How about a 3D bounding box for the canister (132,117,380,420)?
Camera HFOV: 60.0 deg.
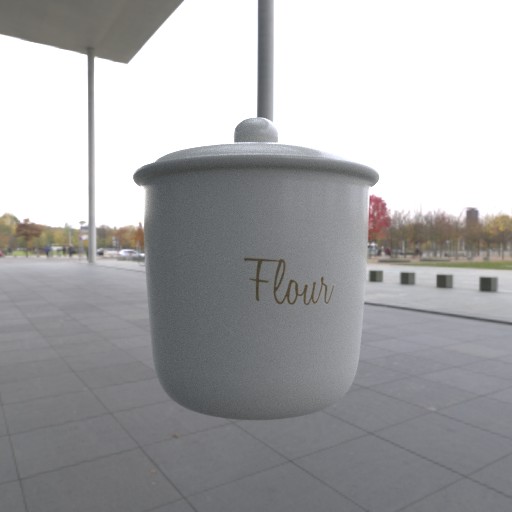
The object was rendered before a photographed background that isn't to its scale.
[{"bbox_3d":[0.000,0.000,0.338,0.182,0.208,0.182,0,1,0],"label":"canister"}]
